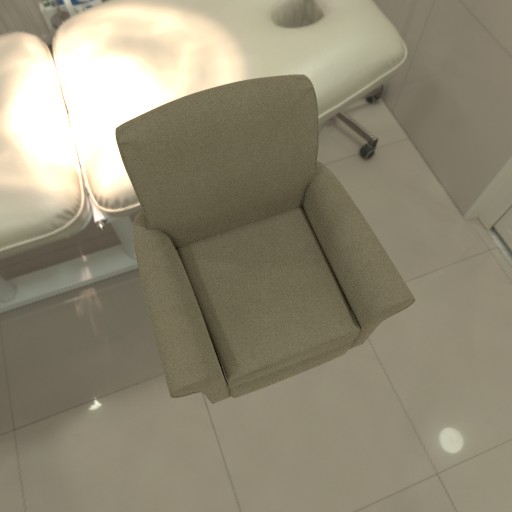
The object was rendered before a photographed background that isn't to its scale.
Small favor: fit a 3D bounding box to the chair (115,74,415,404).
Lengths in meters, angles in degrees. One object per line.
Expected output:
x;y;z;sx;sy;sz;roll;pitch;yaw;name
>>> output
0.000;0.000;1.858;0.978;1.061;0.905;-19;65;-9;chair
